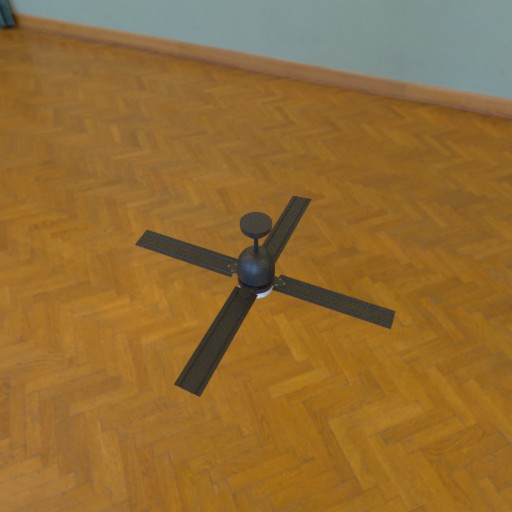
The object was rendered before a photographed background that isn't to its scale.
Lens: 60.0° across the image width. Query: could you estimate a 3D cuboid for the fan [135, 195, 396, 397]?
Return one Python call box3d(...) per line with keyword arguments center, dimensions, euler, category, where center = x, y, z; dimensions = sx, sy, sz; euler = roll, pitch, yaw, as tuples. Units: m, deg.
box3d(center=(0.000, 0.000, 2.039), dimensions=(1.319, 0.410, 1.319), euler=(16, 48, 16), category="fan")
